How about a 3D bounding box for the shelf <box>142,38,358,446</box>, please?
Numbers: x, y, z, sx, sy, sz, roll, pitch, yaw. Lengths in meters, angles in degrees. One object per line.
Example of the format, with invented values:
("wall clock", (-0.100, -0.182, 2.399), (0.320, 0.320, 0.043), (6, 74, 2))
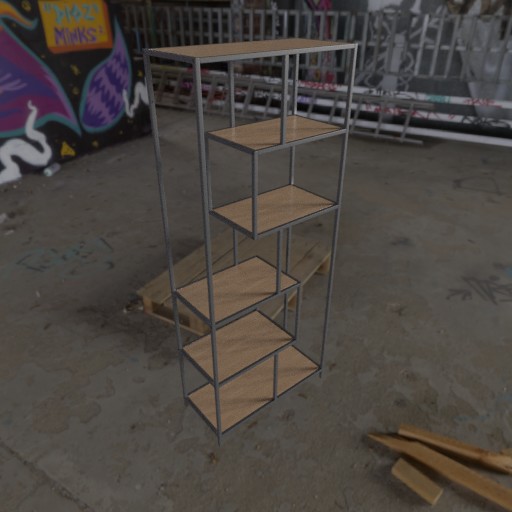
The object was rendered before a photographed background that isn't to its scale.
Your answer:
("shelf", (0.000, 0.000, 2.152), (0.770, 1.850, 0.350), (-22, 37, -33))
